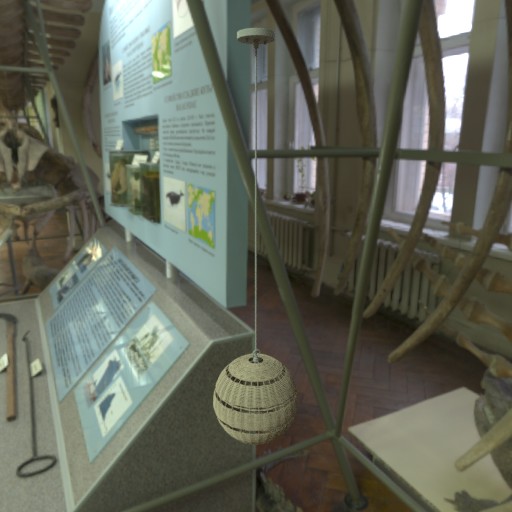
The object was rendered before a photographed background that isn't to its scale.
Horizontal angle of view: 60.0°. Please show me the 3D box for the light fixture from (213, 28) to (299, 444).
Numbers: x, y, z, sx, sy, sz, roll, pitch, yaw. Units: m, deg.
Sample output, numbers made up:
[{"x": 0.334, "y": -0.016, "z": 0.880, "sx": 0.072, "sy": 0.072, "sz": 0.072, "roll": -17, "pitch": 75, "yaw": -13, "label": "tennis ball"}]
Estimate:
[{"x": 0.000, "y": 0.000, "z": 2.189, "sx": 0.457, "sy": 2.019, "sz": 0.457, "roll": -7, "pitch": 16, "yaw": -27, "label": "light fixture"}]
